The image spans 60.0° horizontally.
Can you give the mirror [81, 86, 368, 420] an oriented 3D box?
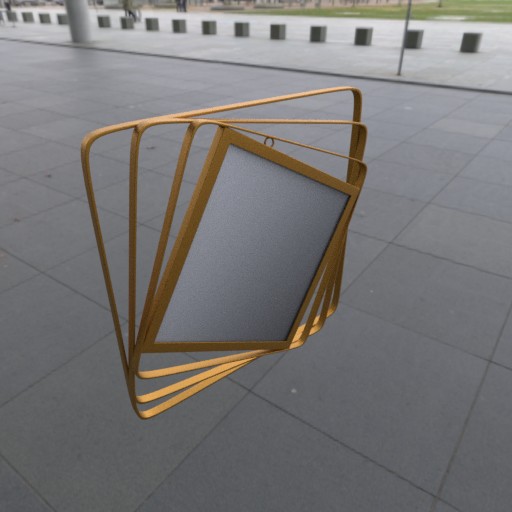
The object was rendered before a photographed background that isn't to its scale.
[{"bbox_3d":[0.000,0.000,0.703,0.470,0.468,0.045,-22,37,-33],"label":"mirror"}]
